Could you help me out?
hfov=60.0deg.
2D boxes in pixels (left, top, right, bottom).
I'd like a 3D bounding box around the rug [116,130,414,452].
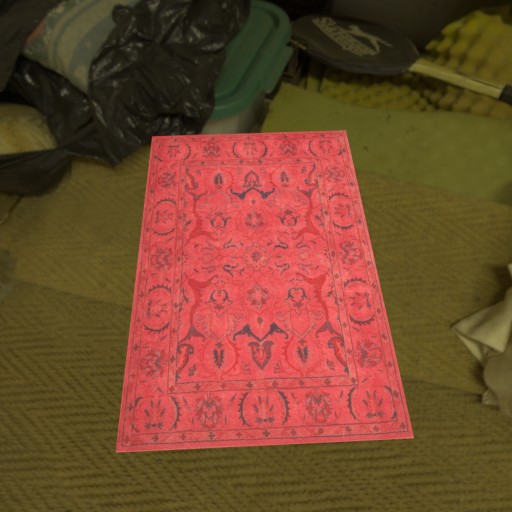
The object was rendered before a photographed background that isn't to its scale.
[{"bbox_3d":[0.000,0.000,2.279,1.209,0.008,1.814,-2,58,-1],"label":"rug"}]
